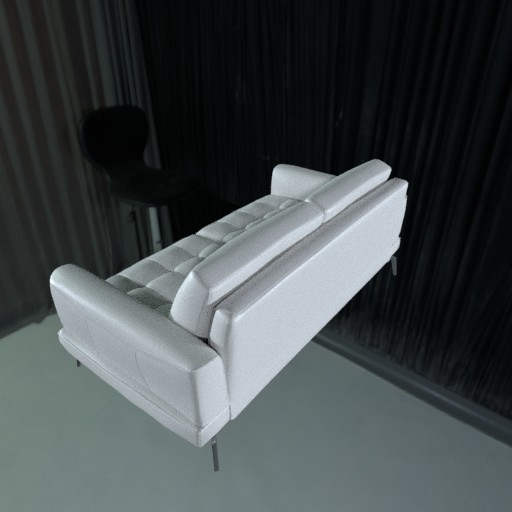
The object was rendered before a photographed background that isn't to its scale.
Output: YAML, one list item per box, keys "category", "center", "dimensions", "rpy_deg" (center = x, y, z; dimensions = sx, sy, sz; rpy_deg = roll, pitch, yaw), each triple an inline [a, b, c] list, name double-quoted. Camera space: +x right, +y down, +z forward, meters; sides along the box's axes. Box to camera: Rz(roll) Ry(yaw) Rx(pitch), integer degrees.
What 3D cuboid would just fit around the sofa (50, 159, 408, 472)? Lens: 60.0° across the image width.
- category: "sofa"
  center: [0.000, 0.000, 2.723]
  dimensions: [1.121, 0.930, 2.177]
  rpy_deg: [22, 37, 32]
